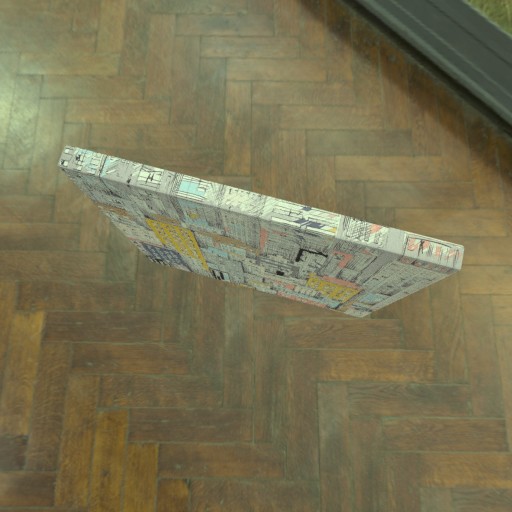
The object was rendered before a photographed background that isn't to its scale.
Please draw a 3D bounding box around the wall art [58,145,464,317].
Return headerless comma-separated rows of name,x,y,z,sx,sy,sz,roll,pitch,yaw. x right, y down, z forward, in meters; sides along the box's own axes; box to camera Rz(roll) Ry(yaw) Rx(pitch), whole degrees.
wall art,0.000,0.000,1.176,0.761,0.762,0.048,15,76,4
